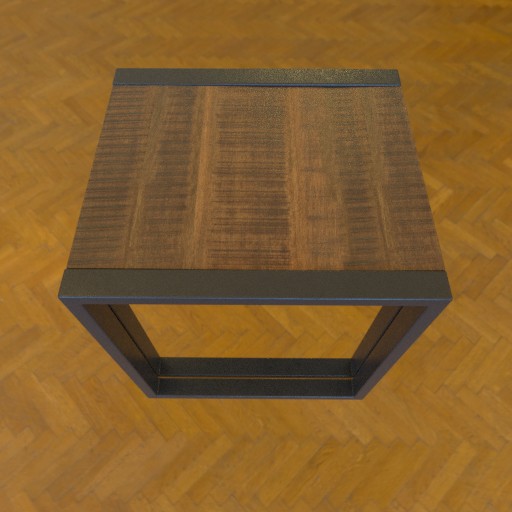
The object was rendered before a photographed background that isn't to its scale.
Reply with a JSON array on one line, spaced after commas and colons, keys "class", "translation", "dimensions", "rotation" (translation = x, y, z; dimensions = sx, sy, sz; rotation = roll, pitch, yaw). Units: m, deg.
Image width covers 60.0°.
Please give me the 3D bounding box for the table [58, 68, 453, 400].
[{"class": "table", "translation": [0.000, 0.000, 0.907], "dimensions": [0.500, 0.550, 0.449], "rotation": [0, 59, 0]}]
